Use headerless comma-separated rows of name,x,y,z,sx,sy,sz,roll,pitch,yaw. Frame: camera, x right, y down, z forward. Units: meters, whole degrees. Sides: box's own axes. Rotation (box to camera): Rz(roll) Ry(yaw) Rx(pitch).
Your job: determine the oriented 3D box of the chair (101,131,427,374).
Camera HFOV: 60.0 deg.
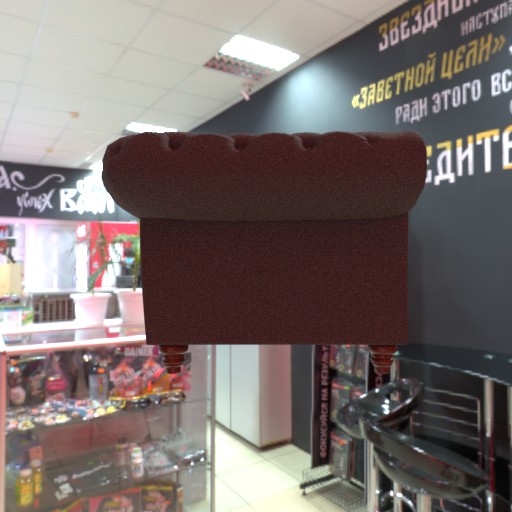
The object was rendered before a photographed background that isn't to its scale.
chair,0.000,0.000,1.861,0.976,0.770,1.270,0,-1,0
